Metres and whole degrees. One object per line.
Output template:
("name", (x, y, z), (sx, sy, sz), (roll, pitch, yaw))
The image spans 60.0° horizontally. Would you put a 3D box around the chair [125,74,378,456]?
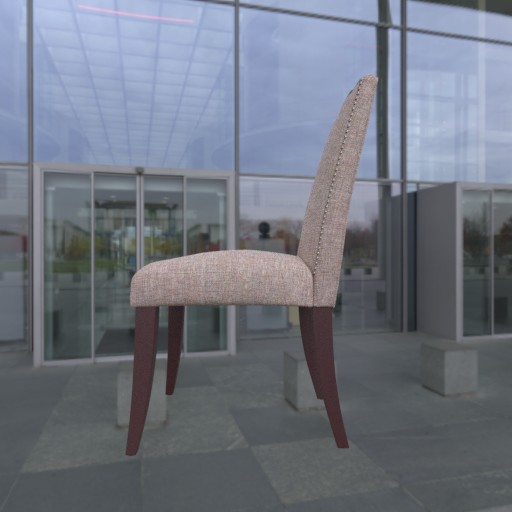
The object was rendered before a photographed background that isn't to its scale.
("chair", (0.000, 0.000, 1.376), (0.660, 1.016, 0.513), (0, 0, 0))
